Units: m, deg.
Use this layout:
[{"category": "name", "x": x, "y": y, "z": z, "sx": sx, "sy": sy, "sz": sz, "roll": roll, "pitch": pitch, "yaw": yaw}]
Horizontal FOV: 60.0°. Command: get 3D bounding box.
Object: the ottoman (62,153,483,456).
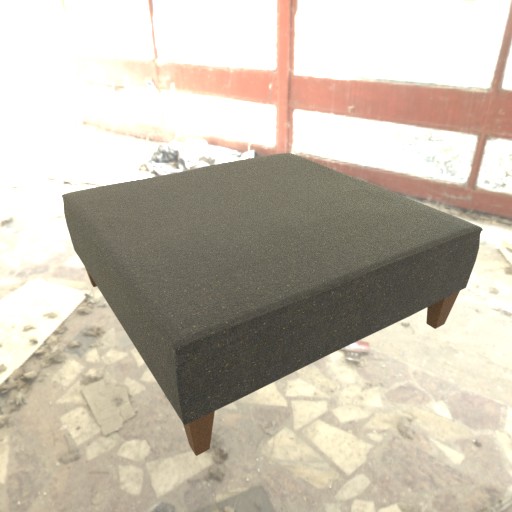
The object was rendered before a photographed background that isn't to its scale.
[{"category": "ottoman", "x": 0.000, "y": 0.000, "z": 1.506, "sx": 1.004, "sy": 0.382, "sz": 0.968, "roll": -18, "pitch": 33, "yaw": -29}]
